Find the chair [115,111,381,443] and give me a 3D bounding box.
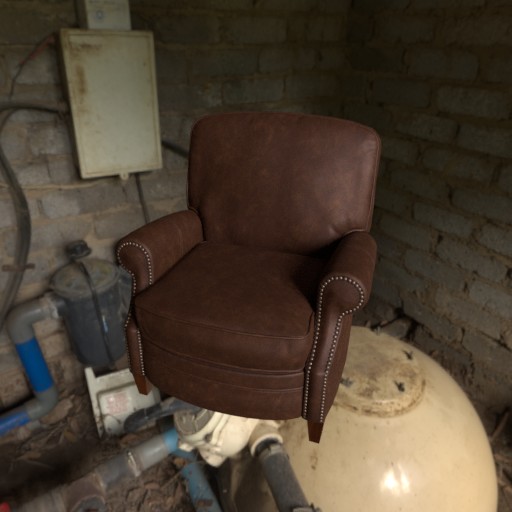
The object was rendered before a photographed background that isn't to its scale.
[{"bbox_3d":[0.000,0.000,1.777,0.936,1.018,0.986,9,28,17],"label":"chair"}]
